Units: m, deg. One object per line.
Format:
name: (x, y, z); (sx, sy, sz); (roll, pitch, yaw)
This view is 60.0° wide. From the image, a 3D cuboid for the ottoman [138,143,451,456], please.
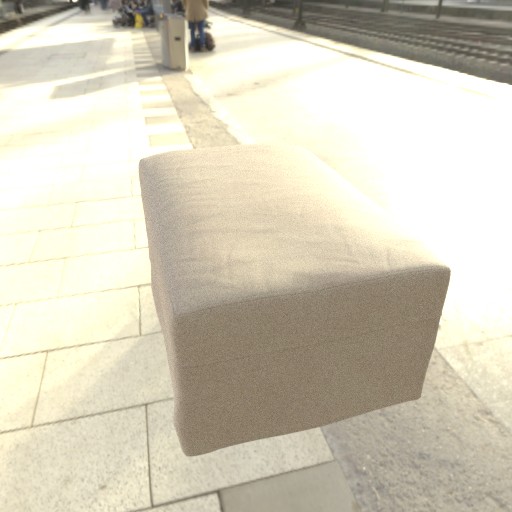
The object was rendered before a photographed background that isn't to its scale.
ottoman: (0.000, 0.000, 1.240); (0.590, 0.444, 0.872); (-9, 32, -14)
